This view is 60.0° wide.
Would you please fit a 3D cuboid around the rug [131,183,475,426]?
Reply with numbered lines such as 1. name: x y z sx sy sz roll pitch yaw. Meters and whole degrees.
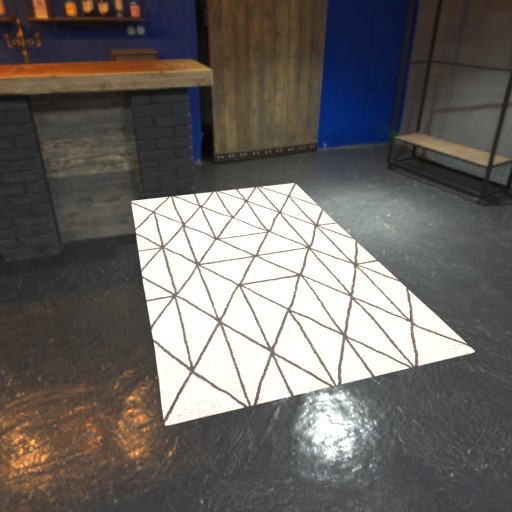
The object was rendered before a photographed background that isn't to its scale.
1. rug: 0.000 0.000 3.029 1.526 0.008 2.465 -9 31 -15
